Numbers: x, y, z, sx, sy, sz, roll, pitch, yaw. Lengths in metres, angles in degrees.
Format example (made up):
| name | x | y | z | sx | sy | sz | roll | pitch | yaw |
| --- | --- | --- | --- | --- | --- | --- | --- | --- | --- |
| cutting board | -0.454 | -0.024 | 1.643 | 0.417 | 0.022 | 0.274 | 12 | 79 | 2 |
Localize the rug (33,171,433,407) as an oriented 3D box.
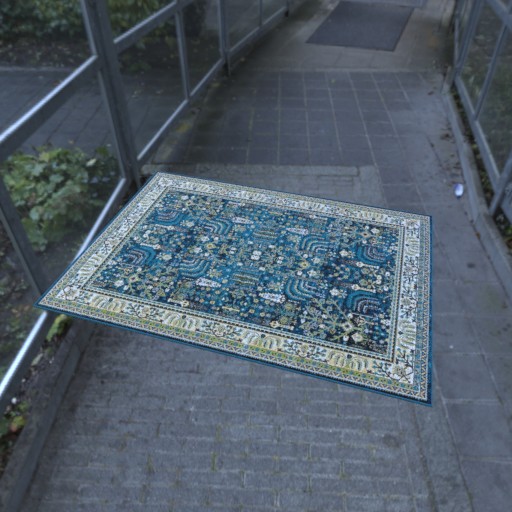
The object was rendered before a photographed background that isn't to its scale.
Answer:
| name | x | y | z | sx | sy | sz | roll | pitch | yaw |
| --- | --- | --- | --- | --- | --- | --- | --- | --- | --- |
| rug | 0.000 | 0.000 | 2.897 | 2.213 | 0.013 | 1.594 | 11 | 42 | 13 |
